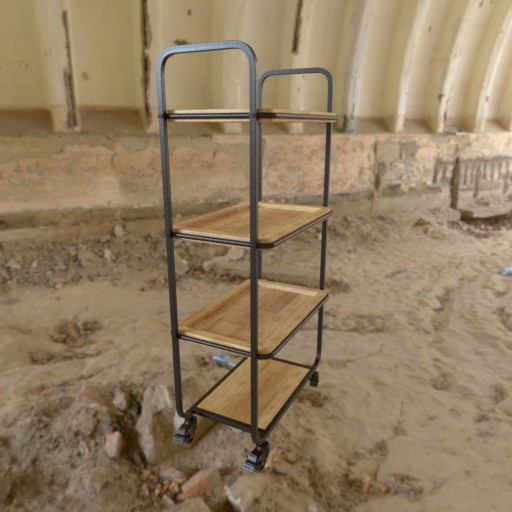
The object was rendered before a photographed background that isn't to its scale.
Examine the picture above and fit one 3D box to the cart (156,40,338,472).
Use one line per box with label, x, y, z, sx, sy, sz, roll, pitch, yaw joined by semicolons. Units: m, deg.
cart;0.000;0.000;1.314;0.321;1.080;0.545;8;18;26
